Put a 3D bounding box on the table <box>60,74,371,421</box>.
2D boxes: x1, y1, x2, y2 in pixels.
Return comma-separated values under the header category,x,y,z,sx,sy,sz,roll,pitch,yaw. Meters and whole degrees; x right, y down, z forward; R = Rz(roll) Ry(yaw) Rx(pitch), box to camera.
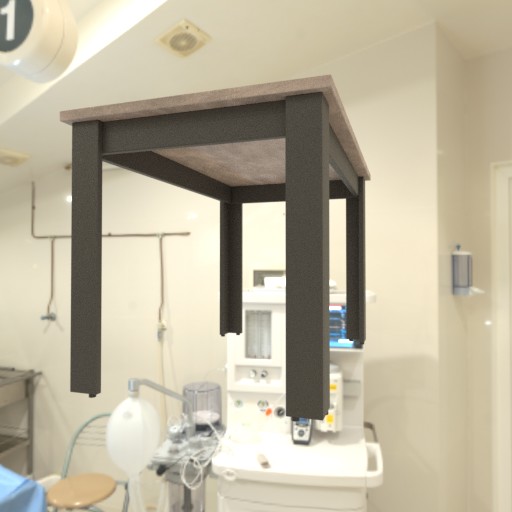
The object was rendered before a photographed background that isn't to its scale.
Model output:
category,x,y,z,sx,sy,sz,roll,pitch,yaw
table,0.000,0.000,1.547,0.700,0.734,1.100,0,-1,19
